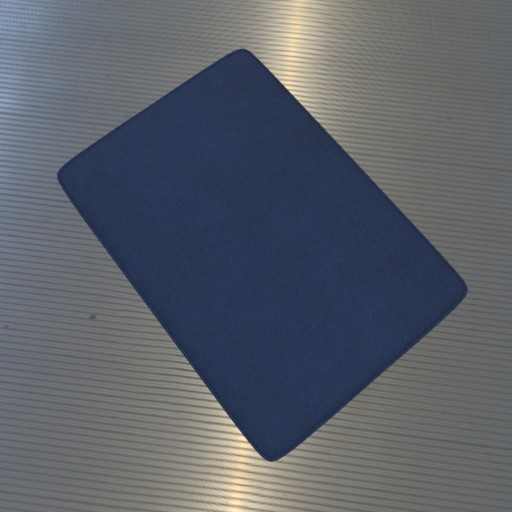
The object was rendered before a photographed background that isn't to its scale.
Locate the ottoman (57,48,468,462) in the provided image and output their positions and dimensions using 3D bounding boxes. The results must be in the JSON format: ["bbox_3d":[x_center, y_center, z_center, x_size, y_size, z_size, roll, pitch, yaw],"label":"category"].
[{"bbox_3d":[0.000,0.000,1.409,0.686,0.584,0.965,-38,78,-9],"label":"ottoman"}]
